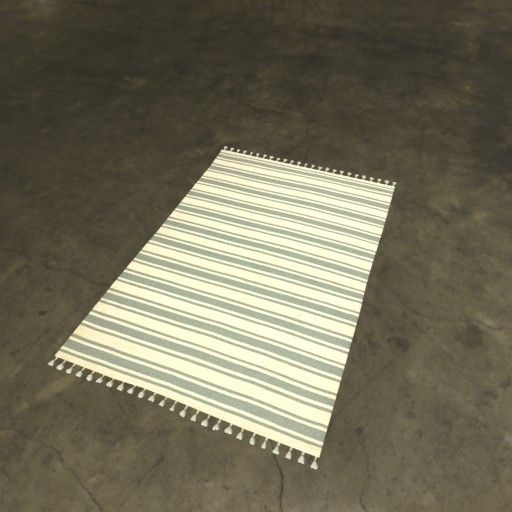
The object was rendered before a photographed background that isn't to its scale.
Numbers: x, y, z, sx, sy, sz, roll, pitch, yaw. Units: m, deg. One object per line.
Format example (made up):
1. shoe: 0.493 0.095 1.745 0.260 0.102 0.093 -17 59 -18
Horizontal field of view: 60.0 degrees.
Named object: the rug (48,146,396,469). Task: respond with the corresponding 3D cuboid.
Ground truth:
1. rug: 0.000 0.000 3.038 1.539 0.011 2.410 15 47 15
